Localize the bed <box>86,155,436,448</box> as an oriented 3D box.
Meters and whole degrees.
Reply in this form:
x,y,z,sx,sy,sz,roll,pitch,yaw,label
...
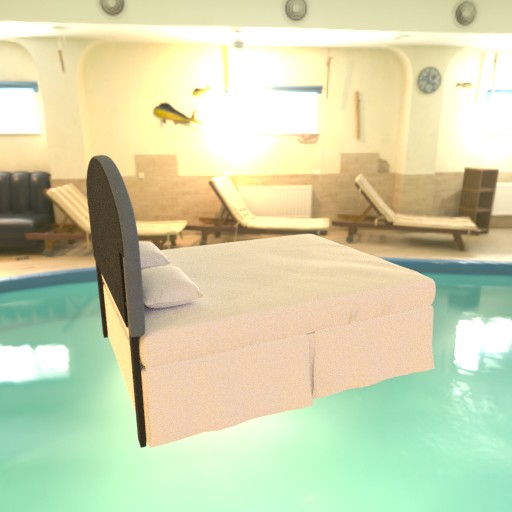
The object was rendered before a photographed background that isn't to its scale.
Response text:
x,y,z,sx,sy,sz,roll,pitch,yaw,label
0.000,0.000,3.083,2.005,1.410,1.607,-7,17,-25,bed
